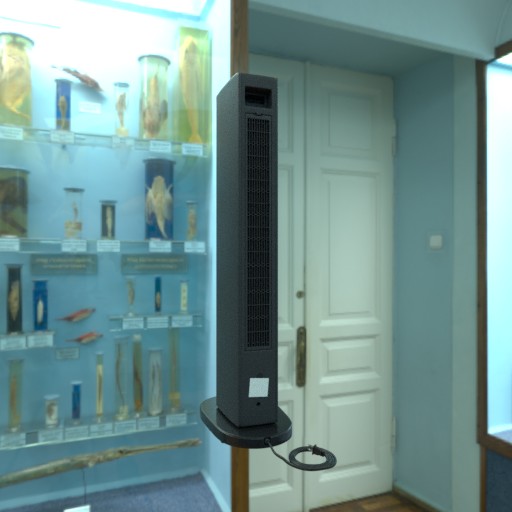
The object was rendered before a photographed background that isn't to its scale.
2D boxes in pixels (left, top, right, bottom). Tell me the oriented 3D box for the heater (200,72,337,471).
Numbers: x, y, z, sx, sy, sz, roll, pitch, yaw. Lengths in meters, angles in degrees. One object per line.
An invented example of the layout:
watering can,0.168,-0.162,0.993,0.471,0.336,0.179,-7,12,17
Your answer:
heater,0.000,0.000,1.062,0.214,0.856,0.458,0,0,-19
